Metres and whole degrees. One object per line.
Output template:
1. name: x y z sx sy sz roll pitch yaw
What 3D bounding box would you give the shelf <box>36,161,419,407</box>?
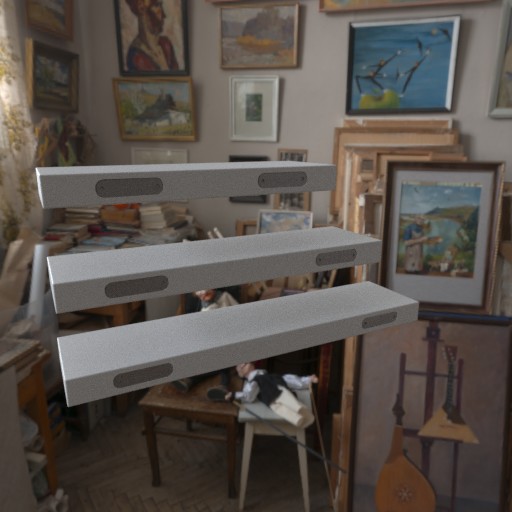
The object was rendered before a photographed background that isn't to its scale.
1. shelf: 0.000 0.000 0.721 0.610 0.293 0.140 -7 17 -26
